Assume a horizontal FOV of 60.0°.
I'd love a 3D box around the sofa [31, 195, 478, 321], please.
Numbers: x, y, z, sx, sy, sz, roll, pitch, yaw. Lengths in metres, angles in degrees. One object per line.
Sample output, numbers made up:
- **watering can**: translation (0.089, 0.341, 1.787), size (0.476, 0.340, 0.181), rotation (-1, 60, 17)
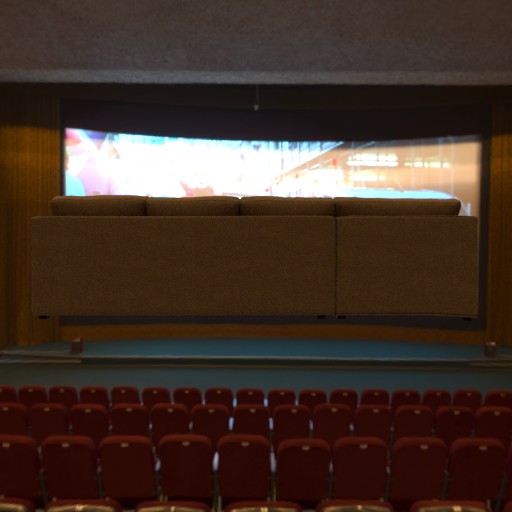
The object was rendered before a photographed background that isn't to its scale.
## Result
- **sofa**: translation (0.000, 0.000, 3.944), size (3.205, 0.922, 1.650), rotation (0, 0, 0)
